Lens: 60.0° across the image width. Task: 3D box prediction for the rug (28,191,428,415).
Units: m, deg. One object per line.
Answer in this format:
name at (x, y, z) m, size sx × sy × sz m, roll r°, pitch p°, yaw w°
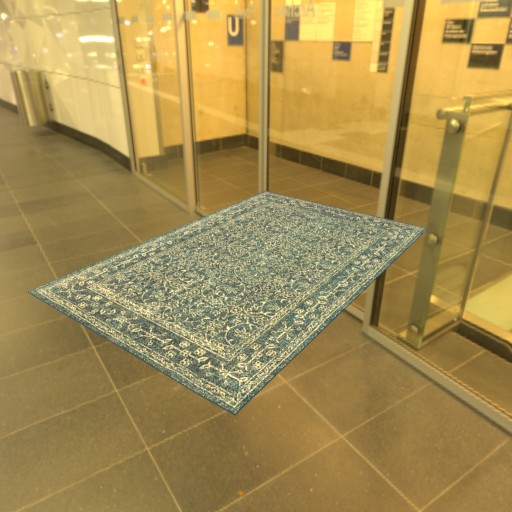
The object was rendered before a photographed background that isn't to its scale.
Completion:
rug at (0.000, 0.000, 2.313) m, size 1.200 × 0.005 × 1.819 m, roll 18°, pitch 32°, yaw 33°
